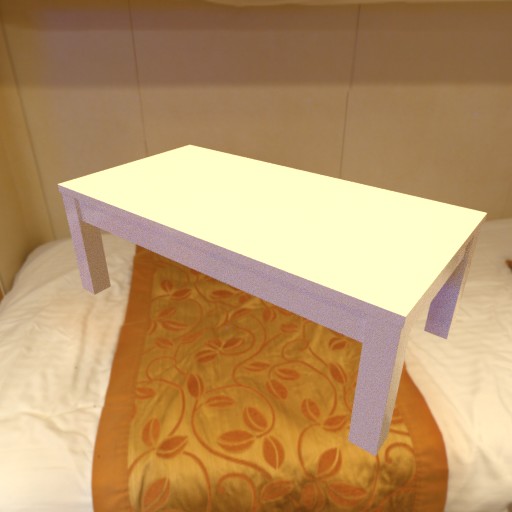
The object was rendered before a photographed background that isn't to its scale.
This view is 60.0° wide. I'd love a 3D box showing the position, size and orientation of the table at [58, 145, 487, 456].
[{"bbox_3d":[0.000,0.000,1.667,1.350,0.470,0.700,21,35,32],"label":"table"}]
